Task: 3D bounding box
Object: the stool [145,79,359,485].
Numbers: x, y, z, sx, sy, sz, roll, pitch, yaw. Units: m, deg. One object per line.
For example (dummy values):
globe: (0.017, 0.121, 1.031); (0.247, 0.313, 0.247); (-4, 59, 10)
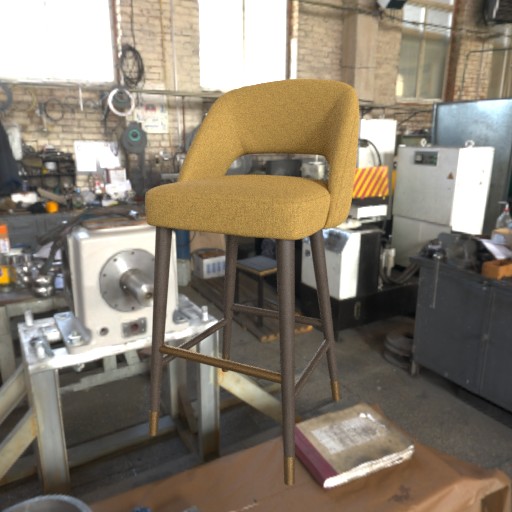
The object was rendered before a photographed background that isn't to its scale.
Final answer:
stool: (0.000, 0.000, 1.312); (0.536, 1.032, 0.522); (7, 16, 26)
